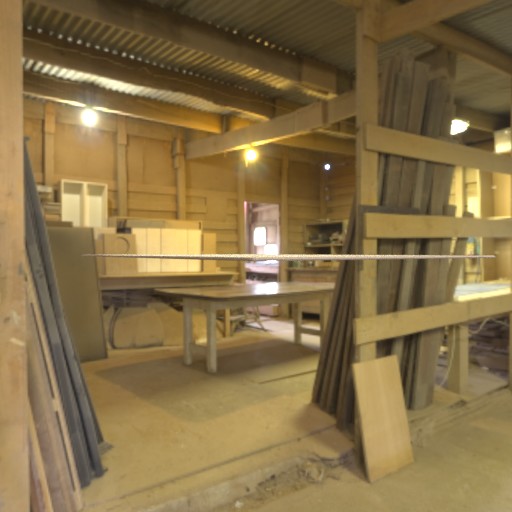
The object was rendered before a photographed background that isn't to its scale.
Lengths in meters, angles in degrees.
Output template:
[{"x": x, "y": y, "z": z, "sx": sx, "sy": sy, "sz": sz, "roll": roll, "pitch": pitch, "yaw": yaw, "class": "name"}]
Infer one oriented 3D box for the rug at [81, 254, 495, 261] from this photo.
[{"x": 0.000, "y": 0.000, "z": 2.681, "sx": 1.517, "sy": 0.013, "sz": 2.115, "roll": 0, "pitch": 1, "yaw": -35, "class": "rug"}]
